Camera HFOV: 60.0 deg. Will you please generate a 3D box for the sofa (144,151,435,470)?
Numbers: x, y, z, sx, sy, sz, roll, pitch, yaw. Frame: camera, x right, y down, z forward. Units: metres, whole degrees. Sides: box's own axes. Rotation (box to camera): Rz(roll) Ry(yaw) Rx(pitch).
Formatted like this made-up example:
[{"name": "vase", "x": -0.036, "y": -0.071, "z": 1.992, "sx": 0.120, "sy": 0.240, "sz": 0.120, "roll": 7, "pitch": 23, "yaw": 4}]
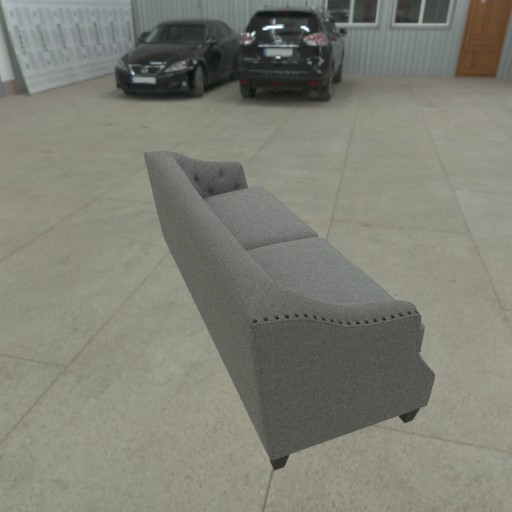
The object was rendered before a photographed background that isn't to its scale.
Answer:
[{"name": "sofa", "x": 0.000, "y": 0.000, "z": 2.711, "sx": 0.914, "sy": 0.901, "sz": 2.235, "roll": -11, "pitch": 31, "yaw": -19}]
